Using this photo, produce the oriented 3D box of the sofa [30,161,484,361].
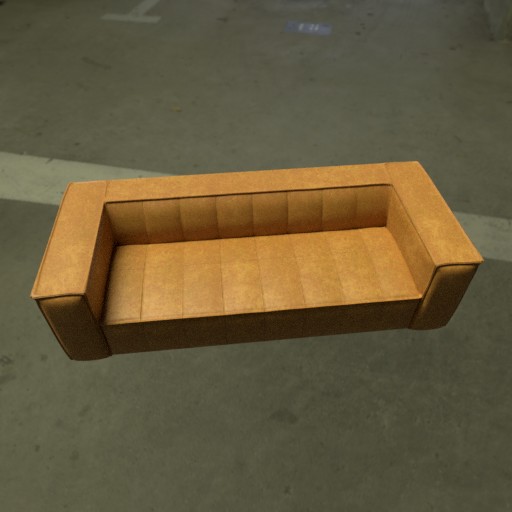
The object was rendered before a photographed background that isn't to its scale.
[{"bbox_3d":[0.000,0.000,3.058,2.581,0.701,1.102,-4,46,-4],"label":"sofa"}]
